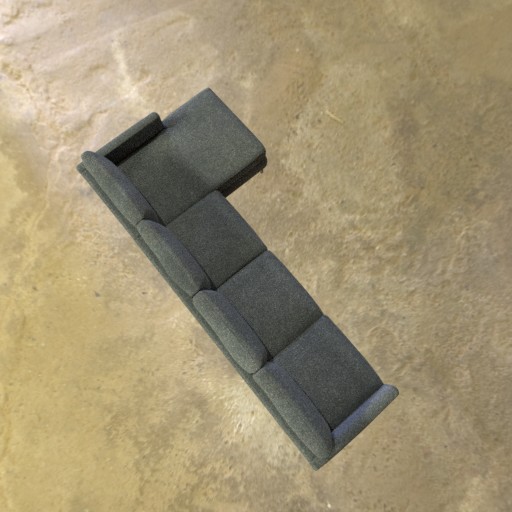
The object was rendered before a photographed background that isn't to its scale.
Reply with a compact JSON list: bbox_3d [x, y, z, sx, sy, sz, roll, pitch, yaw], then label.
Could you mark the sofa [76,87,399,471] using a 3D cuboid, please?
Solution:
[{"bbox_3d":[0.000,0.000,3.516,1.350,0.810,2.932,-39,79,-9],"label":"sofa"}]
